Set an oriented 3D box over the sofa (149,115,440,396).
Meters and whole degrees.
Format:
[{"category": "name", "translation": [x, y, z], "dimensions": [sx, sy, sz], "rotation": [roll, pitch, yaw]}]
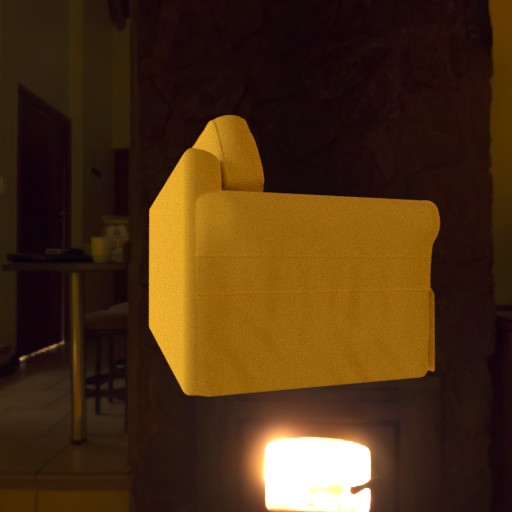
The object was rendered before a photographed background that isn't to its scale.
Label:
[{"category": "sofa", "translation": [0.000, 0.000, 2.338], "dimensions": [0.991, 0.940, 1.727], "rotation": [0, -1, -18]}]
